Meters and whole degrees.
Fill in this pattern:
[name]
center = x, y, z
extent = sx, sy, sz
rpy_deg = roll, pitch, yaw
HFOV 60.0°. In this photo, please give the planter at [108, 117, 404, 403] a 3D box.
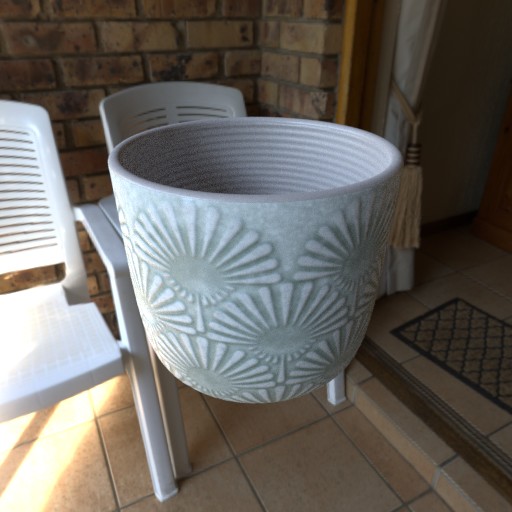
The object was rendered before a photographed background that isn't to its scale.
[planter]
center = 0.000, 0.000, 0.219
extent = 0.124, 0.109, 0.124
rpy_deg = 0, 29, 0
